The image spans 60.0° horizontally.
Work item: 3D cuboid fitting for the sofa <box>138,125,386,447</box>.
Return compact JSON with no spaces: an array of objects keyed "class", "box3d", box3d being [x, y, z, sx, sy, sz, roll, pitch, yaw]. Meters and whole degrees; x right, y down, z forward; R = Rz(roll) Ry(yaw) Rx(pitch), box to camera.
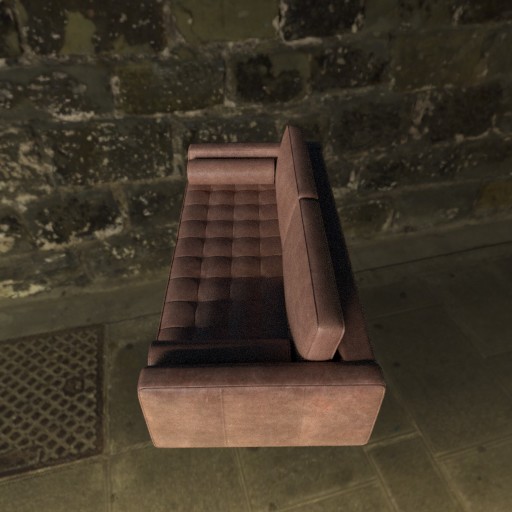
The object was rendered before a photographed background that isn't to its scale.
[{"class":"sofa","box3d":[0.000,0.000,2.360,0.910,0.760,1.870,0,41,-1]}]
